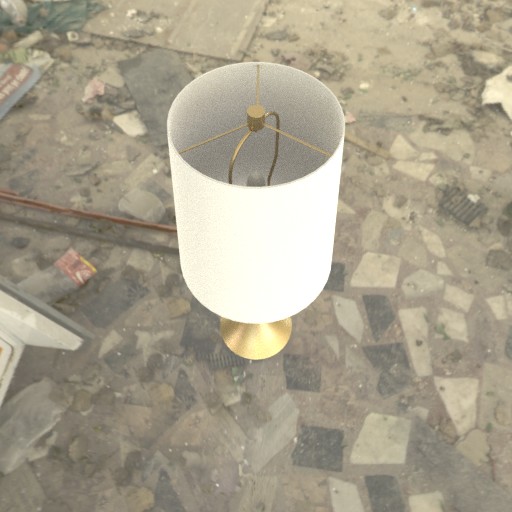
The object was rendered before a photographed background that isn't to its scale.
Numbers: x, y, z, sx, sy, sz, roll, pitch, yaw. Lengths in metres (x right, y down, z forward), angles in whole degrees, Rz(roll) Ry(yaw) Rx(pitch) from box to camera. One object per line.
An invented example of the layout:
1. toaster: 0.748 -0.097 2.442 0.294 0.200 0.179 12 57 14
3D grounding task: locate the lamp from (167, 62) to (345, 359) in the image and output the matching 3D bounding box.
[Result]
1. lamp: 0.000 0.000 0.686 0.231 0.569 0.231 0 60 0
